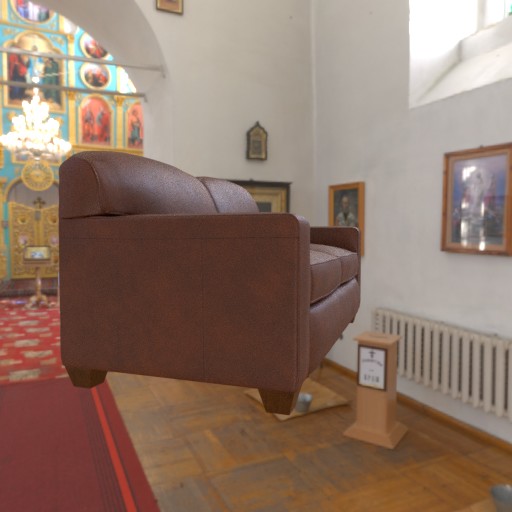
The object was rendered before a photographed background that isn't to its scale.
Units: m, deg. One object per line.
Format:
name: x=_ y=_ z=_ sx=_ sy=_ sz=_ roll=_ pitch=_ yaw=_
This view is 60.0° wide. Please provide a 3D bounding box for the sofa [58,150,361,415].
sofa: x=0.000 y=0.000 z=2.402 sx=1.000 sy=0.966 sz=1.856 roll=1 pitch=2 yaw=19
